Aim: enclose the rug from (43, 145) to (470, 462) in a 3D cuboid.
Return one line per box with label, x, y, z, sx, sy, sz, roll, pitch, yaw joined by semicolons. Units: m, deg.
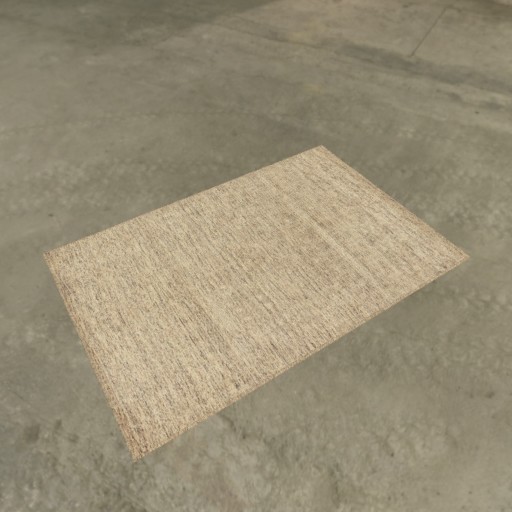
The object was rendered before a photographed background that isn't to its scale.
rug;0.000;0.000;2.264;1.822;0.018;1.211;-26;52;-22
